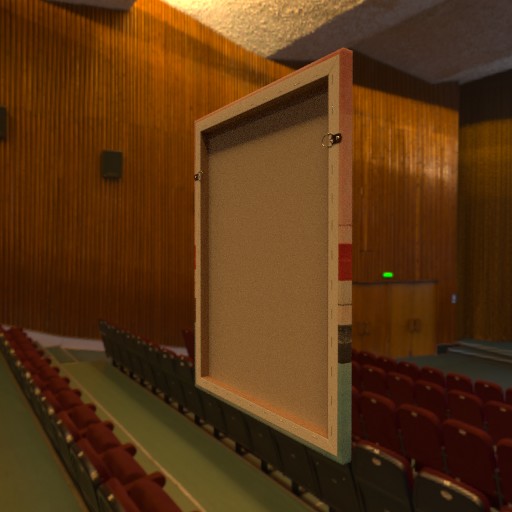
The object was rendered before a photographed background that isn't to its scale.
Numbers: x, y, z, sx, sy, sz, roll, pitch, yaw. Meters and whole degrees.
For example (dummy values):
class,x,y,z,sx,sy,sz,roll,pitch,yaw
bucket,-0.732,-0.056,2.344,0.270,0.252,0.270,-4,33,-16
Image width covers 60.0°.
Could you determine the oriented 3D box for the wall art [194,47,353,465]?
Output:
class,x,y,z,sx,sy,sz,roll,pitch,yaw
wall art,0.000,0.000,1.394,0.039,1.016,0.761,-1,1,-36
